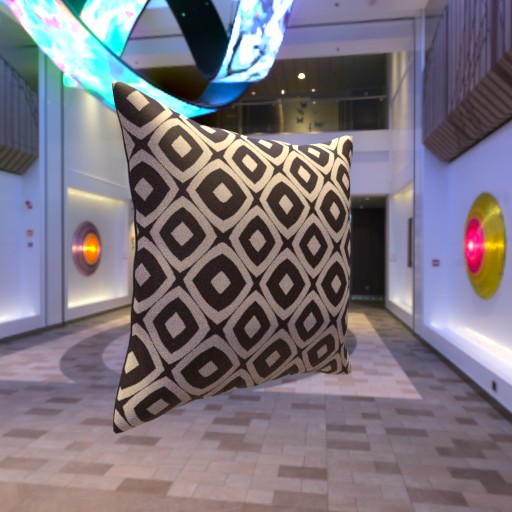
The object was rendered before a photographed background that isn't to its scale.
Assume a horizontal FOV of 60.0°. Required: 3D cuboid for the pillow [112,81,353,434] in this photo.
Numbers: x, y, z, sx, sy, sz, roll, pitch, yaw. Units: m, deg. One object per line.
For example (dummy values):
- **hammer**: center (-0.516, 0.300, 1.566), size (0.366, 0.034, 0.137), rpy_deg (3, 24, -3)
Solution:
- **pillow**: center (0.000, 0.000, 0.771), size (0.504, 0.494, 0.188), rpy_deg (0, 1, -38)
